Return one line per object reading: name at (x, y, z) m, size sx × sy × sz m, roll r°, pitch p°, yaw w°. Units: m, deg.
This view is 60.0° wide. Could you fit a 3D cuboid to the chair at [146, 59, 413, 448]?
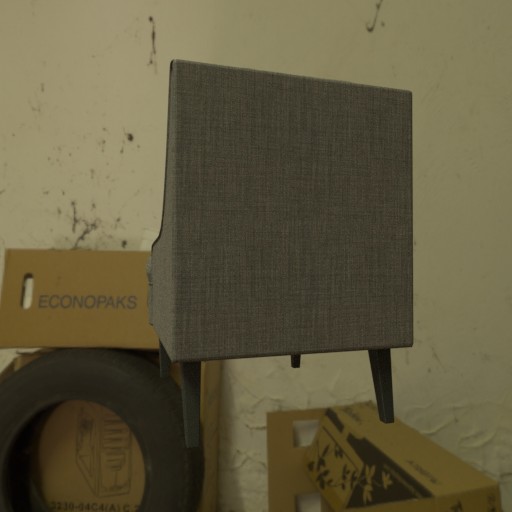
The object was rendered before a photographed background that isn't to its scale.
chair at (0.000, 0.000, 1.432) m, size 0.655 × 0.891 × 0.771 m, roll 0°, pitch -1°, yaw -17°
